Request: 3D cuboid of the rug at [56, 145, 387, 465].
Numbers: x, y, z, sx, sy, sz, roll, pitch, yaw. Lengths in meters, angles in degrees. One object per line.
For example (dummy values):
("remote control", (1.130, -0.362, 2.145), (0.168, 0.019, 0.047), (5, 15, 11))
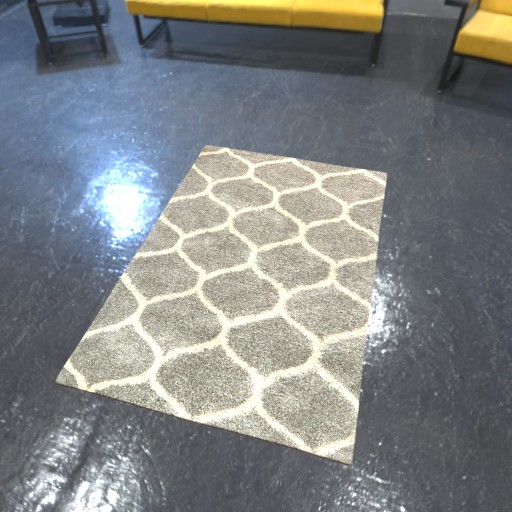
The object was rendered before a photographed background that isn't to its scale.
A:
("rug", (0.000, 0.000, 3.418), (1.801, 0.026, 2.701), (11, 48, 11))
